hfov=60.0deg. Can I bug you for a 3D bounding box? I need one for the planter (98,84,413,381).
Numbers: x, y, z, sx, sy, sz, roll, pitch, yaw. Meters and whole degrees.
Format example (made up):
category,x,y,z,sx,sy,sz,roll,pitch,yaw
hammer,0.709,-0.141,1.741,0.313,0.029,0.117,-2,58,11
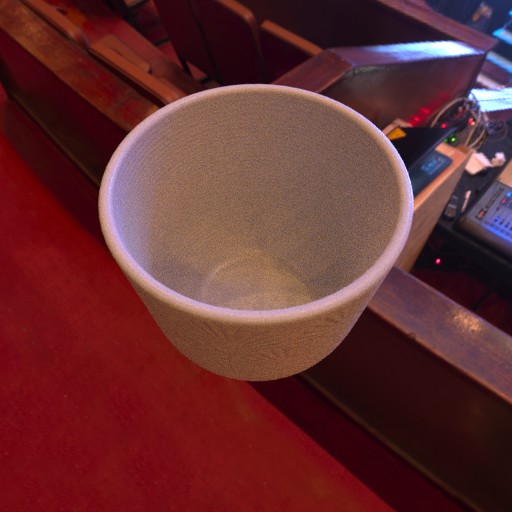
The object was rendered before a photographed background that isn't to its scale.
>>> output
category,x,y,z,sx,sy,sz,roll,pitch,yaw
planter,0.000,0.000,0.304,0.170,0.152,0.170,0,57,0
